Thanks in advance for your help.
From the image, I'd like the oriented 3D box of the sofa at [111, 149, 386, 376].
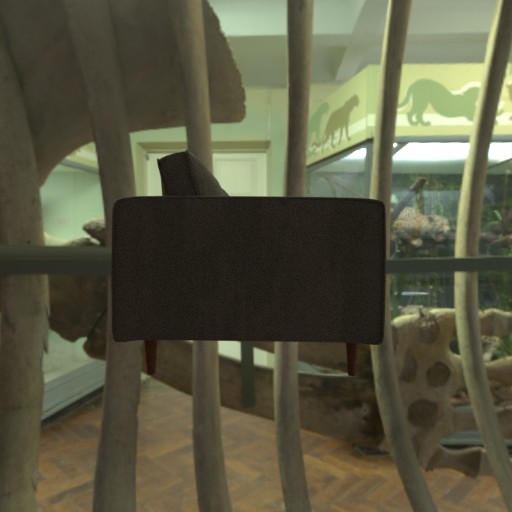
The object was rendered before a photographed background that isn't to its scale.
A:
[{"bbox_3d":[0.000,0.000,2.397,0.924,0.825,1.920,0,2,1],"label":"sofa"}]
